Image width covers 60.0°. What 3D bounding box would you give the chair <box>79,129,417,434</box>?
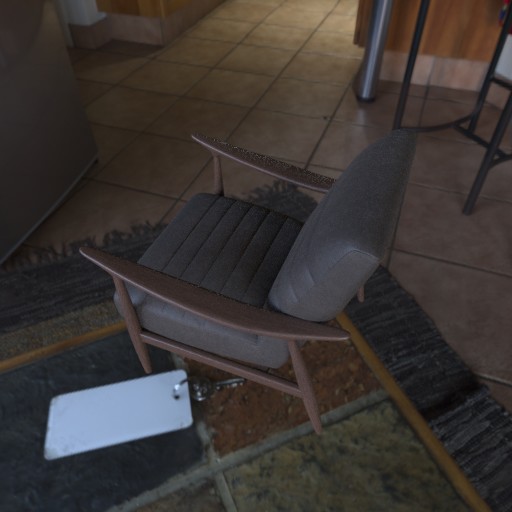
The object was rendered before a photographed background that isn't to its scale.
[{"bbox_3d":[0.000,0.000,1.484,0.798,0.831,0.741,16,48,15],"label":"chair"}]
